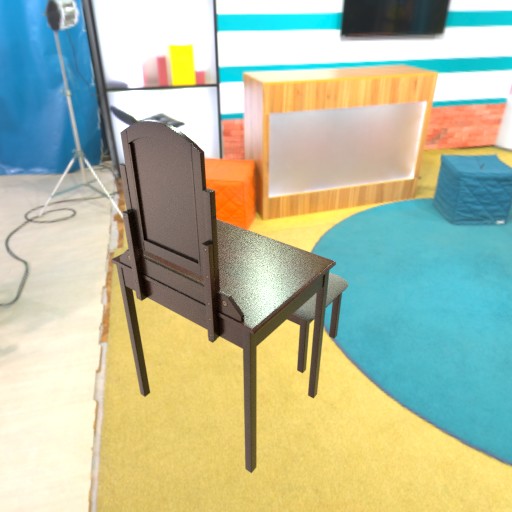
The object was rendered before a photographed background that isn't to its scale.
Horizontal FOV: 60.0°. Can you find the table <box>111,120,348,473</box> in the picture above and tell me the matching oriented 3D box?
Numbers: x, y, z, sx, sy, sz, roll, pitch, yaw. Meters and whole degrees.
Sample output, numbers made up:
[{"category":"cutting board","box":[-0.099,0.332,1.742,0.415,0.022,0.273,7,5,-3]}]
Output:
[{"category":"table","box":[0.000,0.000,2.358,0.876,1.631,1.211,21,37,32]}]
